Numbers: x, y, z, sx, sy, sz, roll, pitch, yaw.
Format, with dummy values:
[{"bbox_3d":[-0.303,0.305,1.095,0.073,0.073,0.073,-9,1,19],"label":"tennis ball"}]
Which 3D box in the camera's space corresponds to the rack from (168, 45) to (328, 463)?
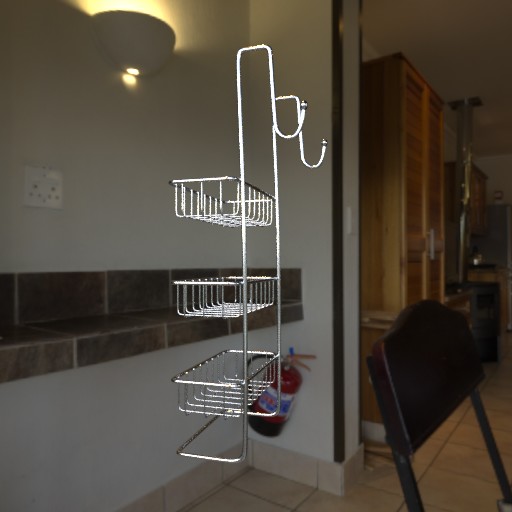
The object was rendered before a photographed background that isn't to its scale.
[{"bbox_3d":[0.000,0.000,0.705,0.202,0.574,0.228,0,-1,17],"label":"rack"}]
